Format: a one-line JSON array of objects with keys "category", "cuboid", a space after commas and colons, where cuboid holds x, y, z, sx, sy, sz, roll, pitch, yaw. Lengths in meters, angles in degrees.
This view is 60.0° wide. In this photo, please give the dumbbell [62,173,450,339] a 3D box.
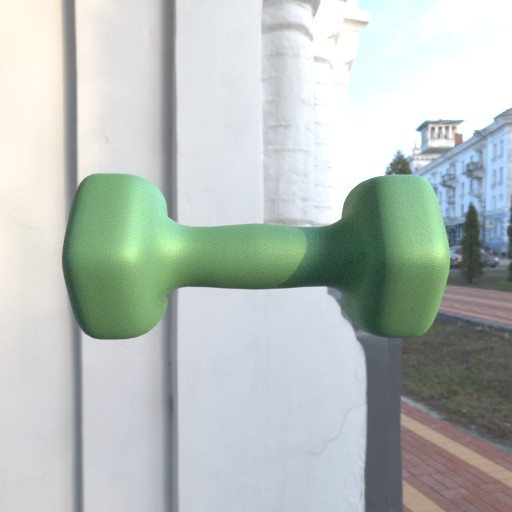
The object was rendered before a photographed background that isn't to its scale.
[{"category": "dumbbell", "cuboid": [0.000, 0.000, 0.332, 0.260, 0.117, 0.129, 0, 1, -1]}]
